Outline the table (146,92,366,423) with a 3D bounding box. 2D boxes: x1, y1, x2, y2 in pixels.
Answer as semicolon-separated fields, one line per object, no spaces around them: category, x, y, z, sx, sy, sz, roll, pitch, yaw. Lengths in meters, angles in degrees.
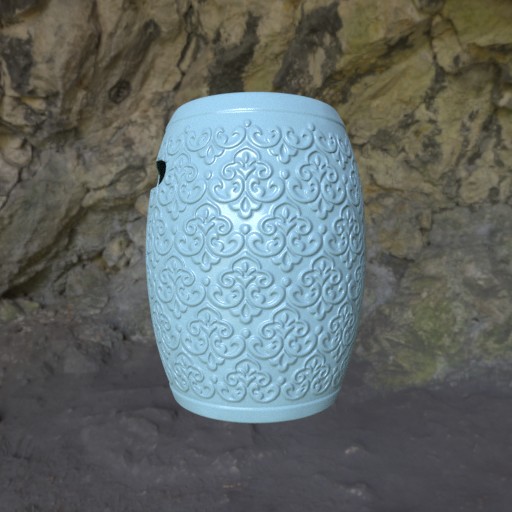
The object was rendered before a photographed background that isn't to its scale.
table;0.000;0.000;0.639;0.309;0.397;0.309;0;2;0
